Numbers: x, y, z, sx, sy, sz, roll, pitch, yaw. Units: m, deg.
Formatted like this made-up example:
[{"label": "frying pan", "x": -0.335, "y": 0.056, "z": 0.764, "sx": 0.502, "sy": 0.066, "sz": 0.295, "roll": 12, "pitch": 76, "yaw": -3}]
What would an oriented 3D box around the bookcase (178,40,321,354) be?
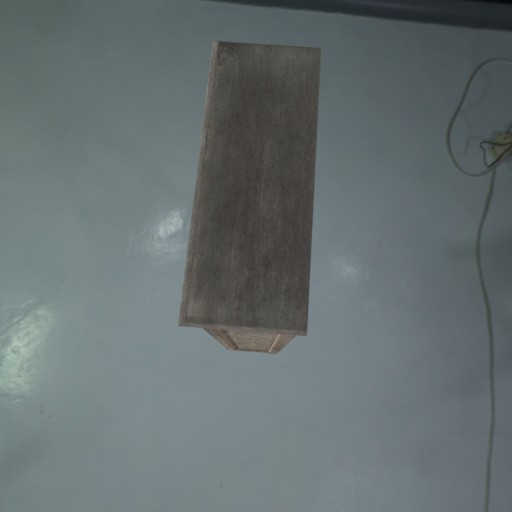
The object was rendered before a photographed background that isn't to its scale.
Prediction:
[{"label": "bookcase", "x": 0.000, "y": 0.000, "z": 2.193, "sx": 0.348, "sy": 1.880, "sz": 0.906, "roll": 4, "pitch": 75, "yaw": 1}]
